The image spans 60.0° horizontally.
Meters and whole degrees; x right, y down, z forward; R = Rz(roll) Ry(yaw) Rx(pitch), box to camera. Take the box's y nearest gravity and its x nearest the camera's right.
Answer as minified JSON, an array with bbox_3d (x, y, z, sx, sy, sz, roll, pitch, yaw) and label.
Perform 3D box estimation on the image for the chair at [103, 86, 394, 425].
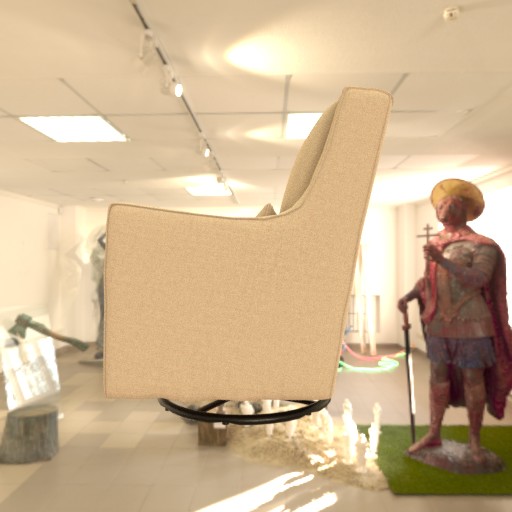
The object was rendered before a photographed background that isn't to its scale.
[{"bbox_3d":[0.000,0.000,1.589,0.879,0.993,0.732,0,-1,1],"label":"chair"}]
